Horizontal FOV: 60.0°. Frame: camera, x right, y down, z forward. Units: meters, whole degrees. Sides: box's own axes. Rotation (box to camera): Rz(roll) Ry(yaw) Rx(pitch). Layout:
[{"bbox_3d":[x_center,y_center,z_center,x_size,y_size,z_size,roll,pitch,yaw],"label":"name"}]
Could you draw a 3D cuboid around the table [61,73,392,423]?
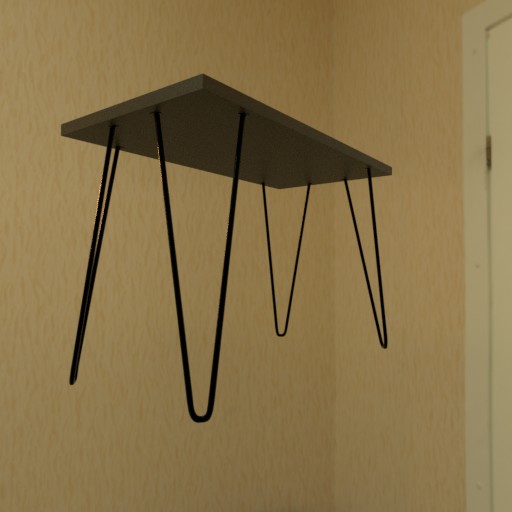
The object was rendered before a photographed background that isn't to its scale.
[{"bbox_3d":[0.000,0.000,1.368,0.499,0.660,0.991,-1,-2,37],"label":"table"}]
